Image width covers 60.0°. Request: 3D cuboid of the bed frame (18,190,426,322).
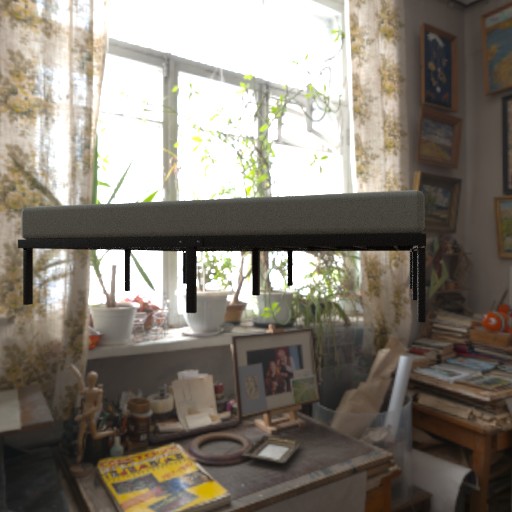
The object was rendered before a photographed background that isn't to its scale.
[{"bbox_3d":[0.000,0.000,3.831,2.635,0.680,2.526,0,0,18],"label":"bed frame"}]
